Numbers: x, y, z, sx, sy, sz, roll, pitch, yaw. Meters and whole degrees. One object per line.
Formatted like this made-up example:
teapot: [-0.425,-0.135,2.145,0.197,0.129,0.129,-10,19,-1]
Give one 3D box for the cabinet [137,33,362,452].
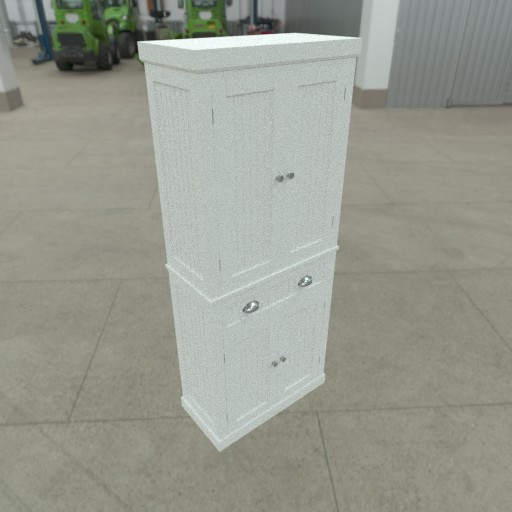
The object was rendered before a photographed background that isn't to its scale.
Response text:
cabinet: [0.000,0.000,2.081,0.754,1.829,0.390,-22,36,-33]
